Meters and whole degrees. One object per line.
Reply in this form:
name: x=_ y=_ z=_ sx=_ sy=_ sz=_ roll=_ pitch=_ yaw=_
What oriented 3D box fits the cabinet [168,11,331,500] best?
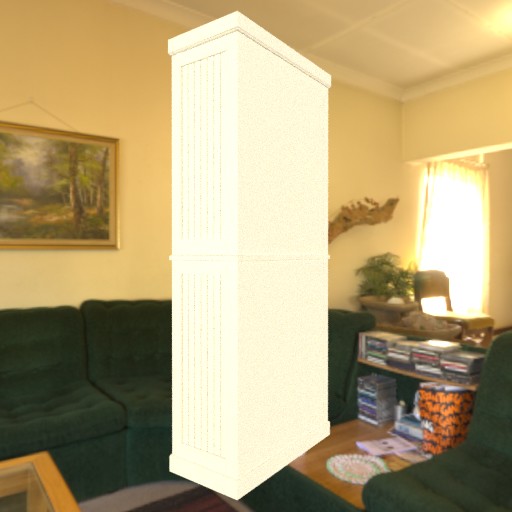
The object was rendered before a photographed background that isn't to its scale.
cabinet: x=0.000 y=0.000 z=2.072 sx=0.390 sy=1.829 sz=0.754 roll=0 pitch=1 yaw=37
